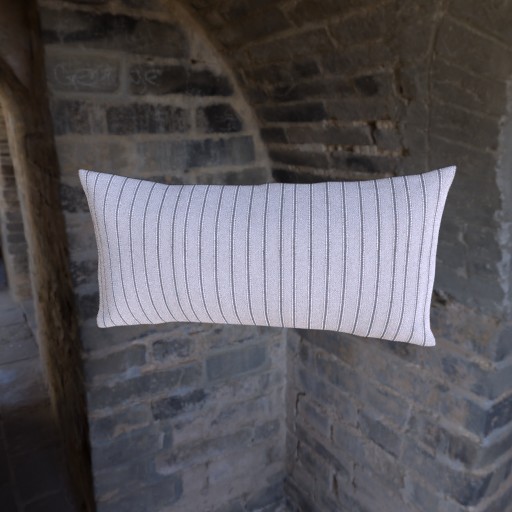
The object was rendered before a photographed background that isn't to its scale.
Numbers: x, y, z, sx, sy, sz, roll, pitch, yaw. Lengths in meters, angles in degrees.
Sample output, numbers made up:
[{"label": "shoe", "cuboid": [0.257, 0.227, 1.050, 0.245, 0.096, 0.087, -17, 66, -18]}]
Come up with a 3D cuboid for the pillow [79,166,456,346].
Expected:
[{"label": "pillow", "cuboid": [0.000, 0.000, 0.748, 0.609, 0.305, 0.151, 2, 15, 8]}]
